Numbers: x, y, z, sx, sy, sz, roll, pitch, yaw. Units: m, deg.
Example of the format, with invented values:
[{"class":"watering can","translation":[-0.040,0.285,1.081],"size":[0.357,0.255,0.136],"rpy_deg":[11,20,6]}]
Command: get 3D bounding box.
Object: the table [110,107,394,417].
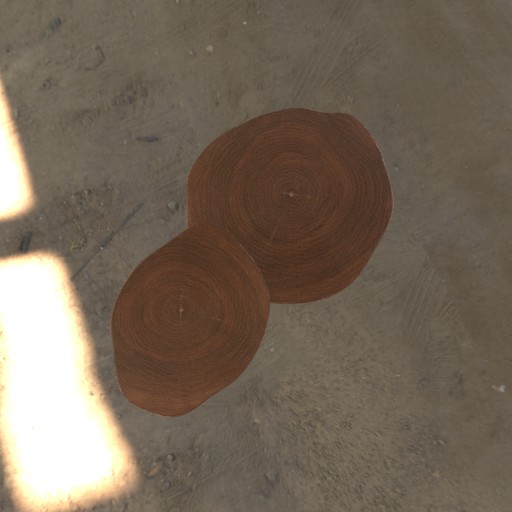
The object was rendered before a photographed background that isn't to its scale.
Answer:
[{"class":"table","translation":[0.000,0.000,1.062],"size":[0.442,0.538,0.759],"rpy_deg":[34,77,9]}]
